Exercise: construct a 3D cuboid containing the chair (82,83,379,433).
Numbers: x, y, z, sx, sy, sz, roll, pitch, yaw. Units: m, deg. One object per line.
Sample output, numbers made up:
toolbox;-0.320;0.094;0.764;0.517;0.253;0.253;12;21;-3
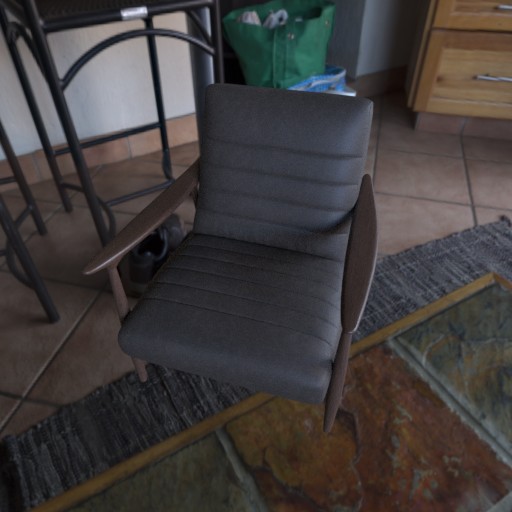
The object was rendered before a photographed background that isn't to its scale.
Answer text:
chair;0.000;0.000;1.446;0.741;0.831;0.798;11;42;13
